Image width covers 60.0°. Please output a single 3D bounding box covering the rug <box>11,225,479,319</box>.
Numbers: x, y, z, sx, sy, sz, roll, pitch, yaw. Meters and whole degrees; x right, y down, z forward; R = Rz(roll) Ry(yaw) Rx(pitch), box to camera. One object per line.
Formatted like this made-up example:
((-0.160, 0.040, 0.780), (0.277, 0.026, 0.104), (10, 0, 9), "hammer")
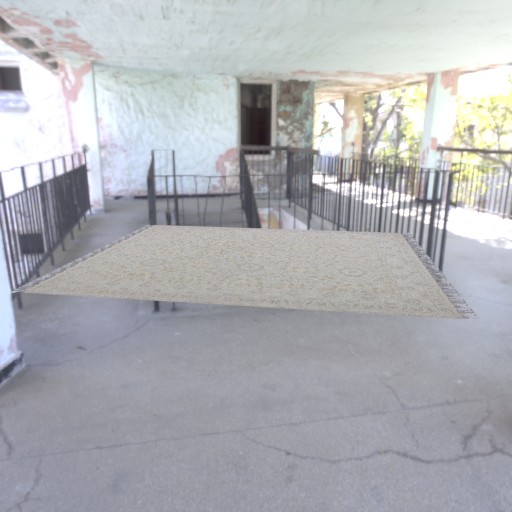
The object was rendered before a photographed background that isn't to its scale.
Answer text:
((0.000, 0.000, 3.962), (3.043, 0.013, 2.444), (2, 15, 9), "rug")
